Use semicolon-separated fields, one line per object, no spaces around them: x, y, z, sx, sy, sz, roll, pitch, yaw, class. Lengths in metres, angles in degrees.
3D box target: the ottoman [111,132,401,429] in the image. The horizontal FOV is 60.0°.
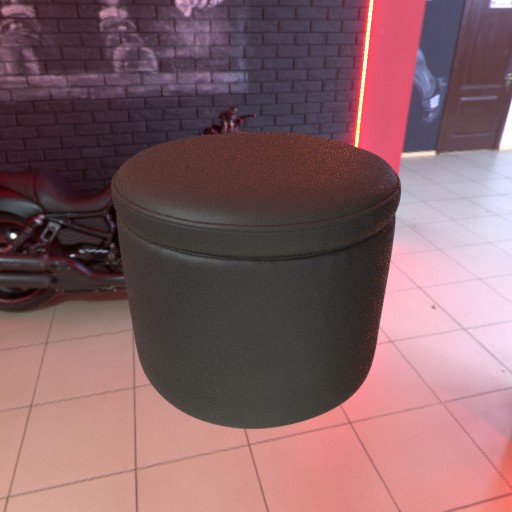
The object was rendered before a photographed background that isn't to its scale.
0.000;0.000;0.866;0.500;0.409;0.500;0;28;0;ottoman
